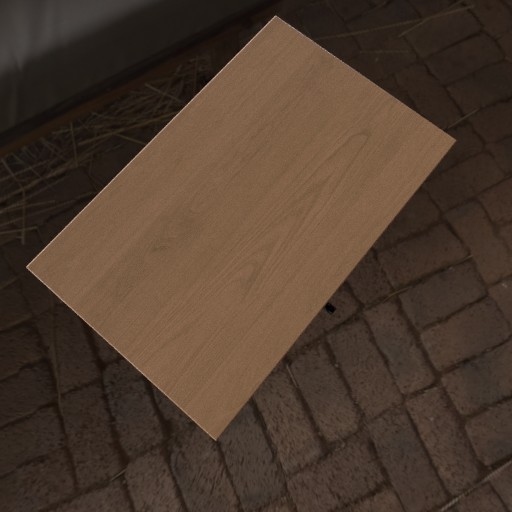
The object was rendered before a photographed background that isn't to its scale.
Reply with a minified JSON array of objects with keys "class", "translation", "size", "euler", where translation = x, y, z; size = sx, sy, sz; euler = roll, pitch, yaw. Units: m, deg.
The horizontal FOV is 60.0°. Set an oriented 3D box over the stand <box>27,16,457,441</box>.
[{"class":"stand","translation":[0.000,0.000,0.968],"size":[0.400,0.600,0.630],"euler":[39,79,9]}]
